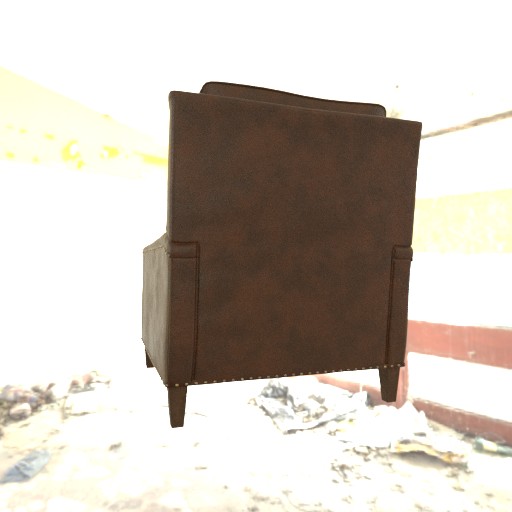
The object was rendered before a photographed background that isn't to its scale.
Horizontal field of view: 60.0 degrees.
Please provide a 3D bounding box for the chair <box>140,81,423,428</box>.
[{"bbox_3d":[0.000,0.000,1.830,0.854,1.054,1.035,0,-1,-19],"label":"chair"}]
